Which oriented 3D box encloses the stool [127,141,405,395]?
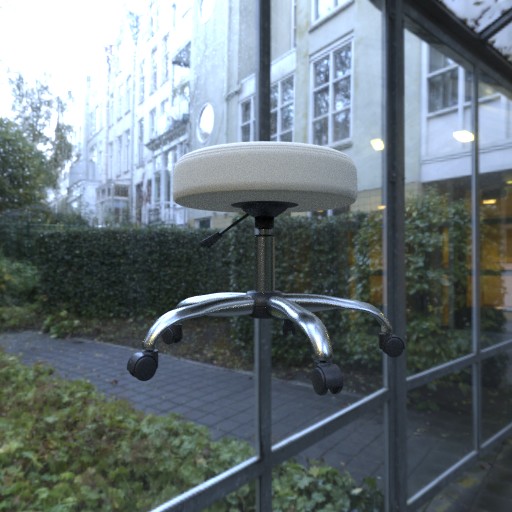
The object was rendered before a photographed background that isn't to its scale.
[{"bbox_3d":[0.000,0.000,1.039,0.614,0.482,0.634,0,0,-38],"label":"stool"}]
